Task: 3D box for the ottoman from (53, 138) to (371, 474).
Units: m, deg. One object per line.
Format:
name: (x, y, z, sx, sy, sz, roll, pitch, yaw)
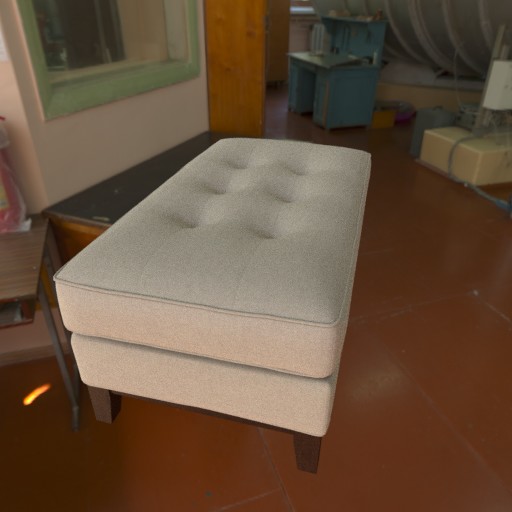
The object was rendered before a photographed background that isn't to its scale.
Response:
ottoman: (0.000, 0.000, 1.452, 0.648, 0.508, 1.143, 8, 31, 13)
